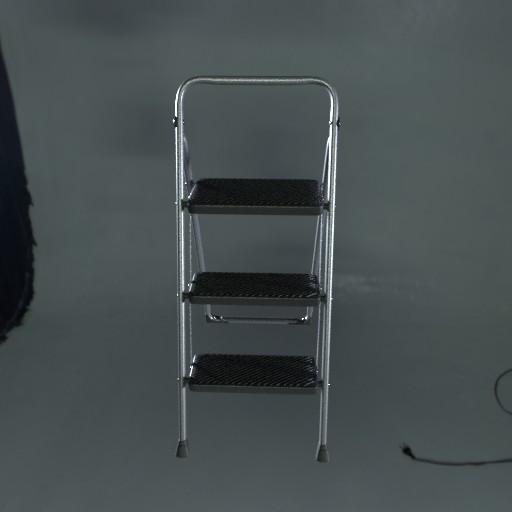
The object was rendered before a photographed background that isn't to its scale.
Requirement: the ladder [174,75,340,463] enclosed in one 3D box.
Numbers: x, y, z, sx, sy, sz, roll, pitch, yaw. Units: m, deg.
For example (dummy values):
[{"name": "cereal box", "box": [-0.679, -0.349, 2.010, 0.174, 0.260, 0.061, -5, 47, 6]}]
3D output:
[{"name": "ladder", "box": [0.000, 0.000, 1.270, 0.430, 0.945, 0.629, 1, 29, 2]}]
